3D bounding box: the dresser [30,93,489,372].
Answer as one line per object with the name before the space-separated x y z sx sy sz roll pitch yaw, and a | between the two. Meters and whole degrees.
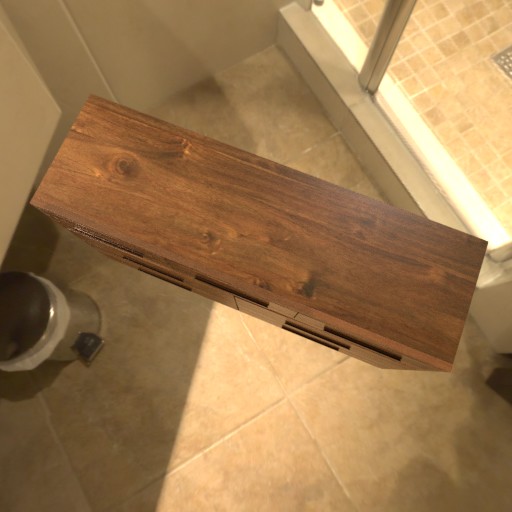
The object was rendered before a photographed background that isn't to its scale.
dresser | 0.000 0.000 1.829 1.400 0.873 0.446 21 77 5
